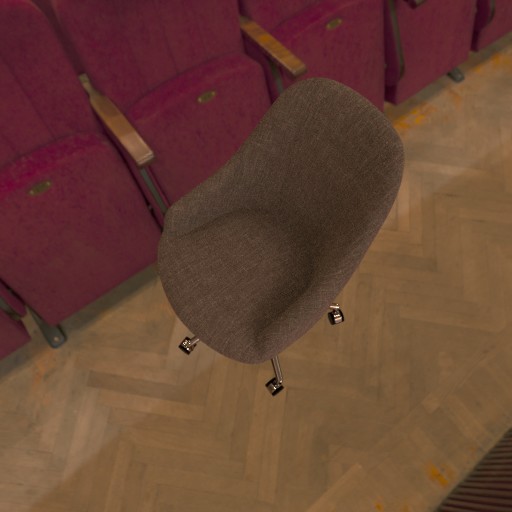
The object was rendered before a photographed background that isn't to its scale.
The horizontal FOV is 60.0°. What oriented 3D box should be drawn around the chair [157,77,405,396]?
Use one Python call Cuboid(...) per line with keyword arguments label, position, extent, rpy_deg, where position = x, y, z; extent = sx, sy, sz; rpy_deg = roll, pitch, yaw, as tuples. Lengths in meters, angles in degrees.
Cuboid(label="chair", position=(0.000, 0.000, 1.451), extent=(0.712, 0.950, 0.671), rpy_deg=(-34, 68, -16))
